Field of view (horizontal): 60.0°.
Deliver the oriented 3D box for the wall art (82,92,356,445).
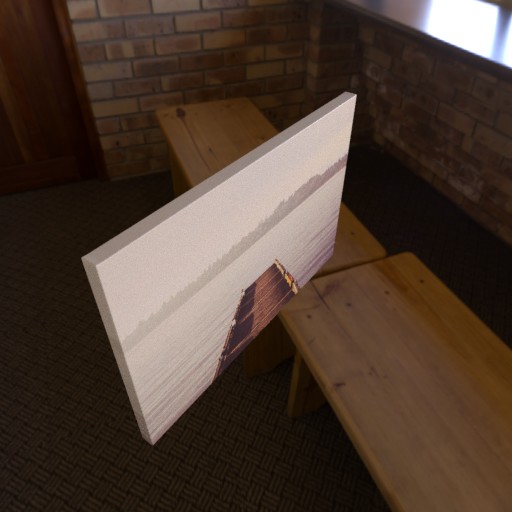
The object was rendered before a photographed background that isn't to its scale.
[{"bbox_3d":[0.000,0.000,1.199,0.037,0.609,0.916,26,47,27],"label":"wall art"}]
